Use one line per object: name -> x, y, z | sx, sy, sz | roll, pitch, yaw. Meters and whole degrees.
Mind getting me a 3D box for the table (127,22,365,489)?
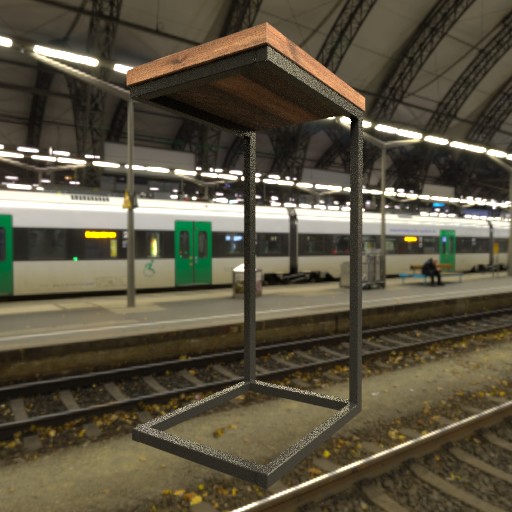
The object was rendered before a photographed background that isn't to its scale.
table -> 0.000, 0.000, 0.937 | 0.323, 0.718, 0.414 | 1, 1, 34
